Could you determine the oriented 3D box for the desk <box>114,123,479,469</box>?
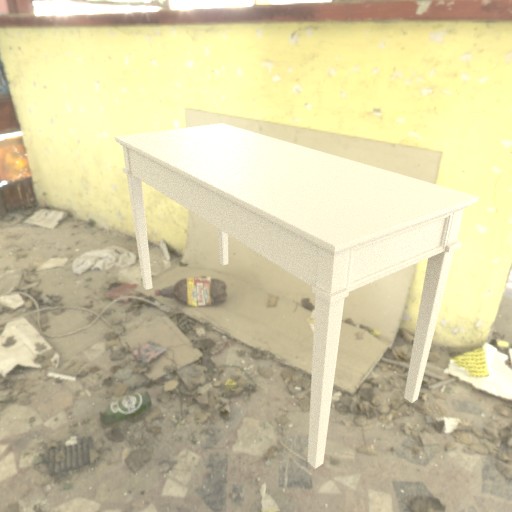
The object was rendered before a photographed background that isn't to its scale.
[{"bbox_3d":[0.000,0.000,1.771,0.559,0.774,1.372,-18,32,-31],"label":"desk"}]
